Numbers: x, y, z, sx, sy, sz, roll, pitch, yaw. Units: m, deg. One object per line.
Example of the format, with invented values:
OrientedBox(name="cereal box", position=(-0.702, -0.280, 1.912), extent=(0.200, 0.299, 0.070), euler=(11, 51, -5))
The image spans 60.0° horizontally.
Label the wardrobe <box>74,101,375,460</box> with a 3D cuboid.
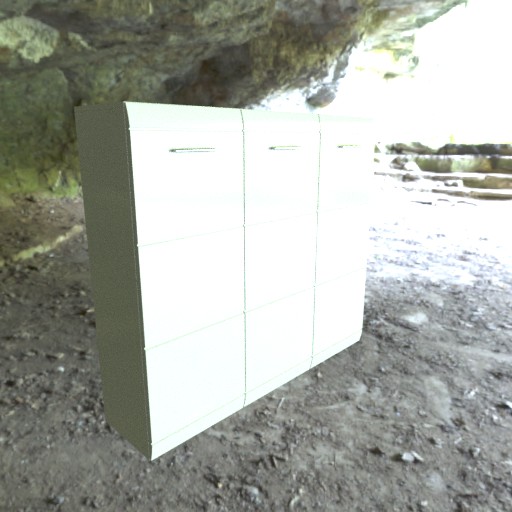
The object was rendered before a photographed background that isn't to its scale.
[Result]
OrientedBox(name="wardrobe", position=(0.000, 0.000, 1.950), extent=(0.360, 1.200, 1.340), euler=(14, 20, 43))
